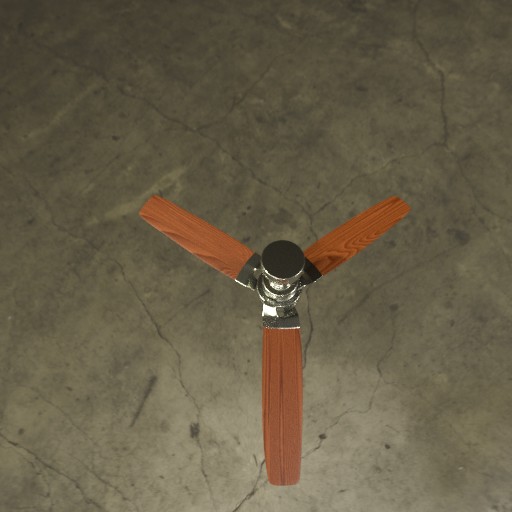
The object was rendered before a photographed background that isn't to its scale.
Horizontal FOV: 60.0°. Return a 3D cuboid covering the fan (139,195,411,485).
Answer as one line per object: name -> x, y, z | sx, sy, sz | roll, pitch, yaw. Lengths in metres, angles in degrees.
fan -> 0.000, 0.000, 1.960 | 1.271, 0.410, 1.416 | 32, 68, 15
